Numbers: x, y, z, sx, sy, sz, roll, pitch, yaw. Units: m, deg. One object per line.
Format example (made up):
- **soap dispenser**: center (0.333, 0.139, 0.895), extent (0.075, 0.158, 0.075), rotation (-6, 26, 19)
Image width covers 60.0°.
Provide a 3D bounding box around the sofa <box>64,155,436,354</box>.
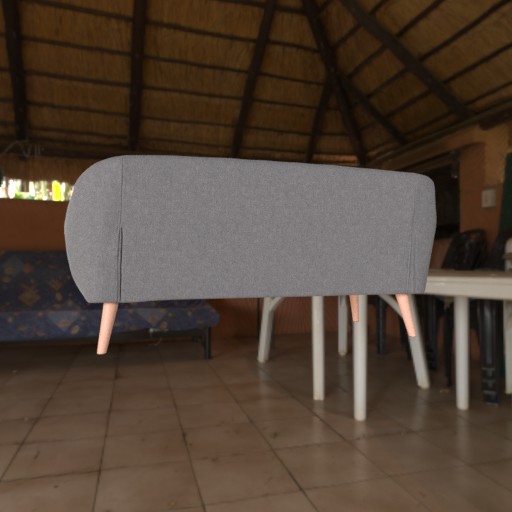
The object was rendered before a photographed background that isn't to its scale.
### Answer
- **sofa**: center (0.000, 0.000, 2.305), extent (1.840, 0.820, 0.820), rotation (0, -1, -16)
